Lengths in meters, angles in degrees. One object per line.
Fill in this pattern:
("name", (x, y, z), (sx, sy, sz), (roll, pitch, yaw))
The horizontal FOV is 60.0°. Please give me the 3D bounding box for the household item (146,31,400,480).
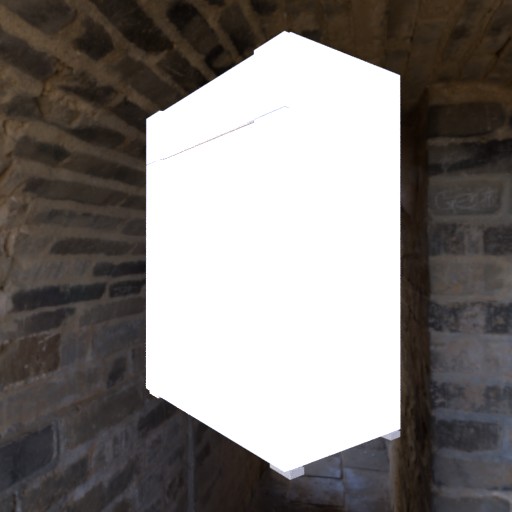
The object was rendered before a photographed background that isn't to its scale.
("household item", (0.000, 0.000, 1.433), (0.420, 1.010, 0.790), (0, 0, -36))
